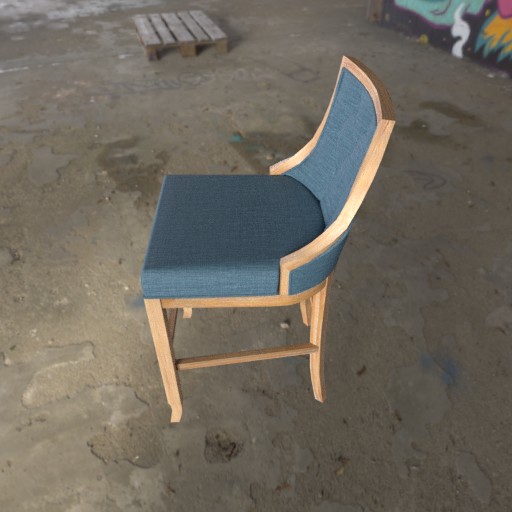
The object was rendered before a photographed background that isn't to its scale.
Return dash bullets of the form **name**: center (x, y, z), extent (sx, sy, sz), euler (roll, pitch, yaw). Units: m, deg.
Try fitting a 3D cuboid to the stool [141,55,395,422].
- **stool**: center (0.000, 0.000, 1.433), extent (0.626, 1.101, 0.524), euler (-1, 40, -1)
